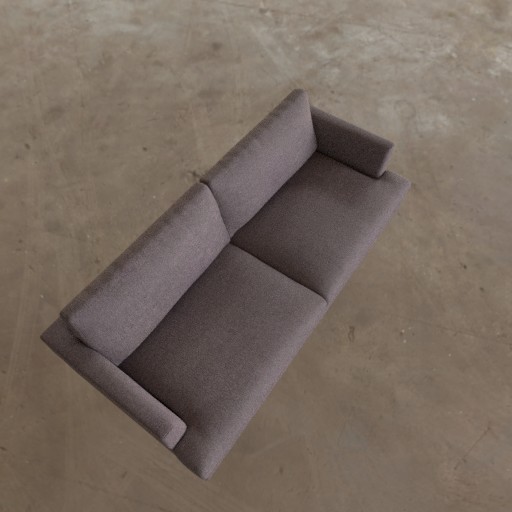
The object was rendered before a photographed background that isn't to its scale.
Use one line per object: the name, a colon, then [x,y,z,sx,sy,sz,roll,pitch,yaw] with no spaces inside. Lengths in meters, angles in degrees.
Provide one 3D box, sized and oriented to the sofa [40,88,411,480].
sofa: [0.000,0.000,2.669,1.020,0.868,2.250,31,63,18]
